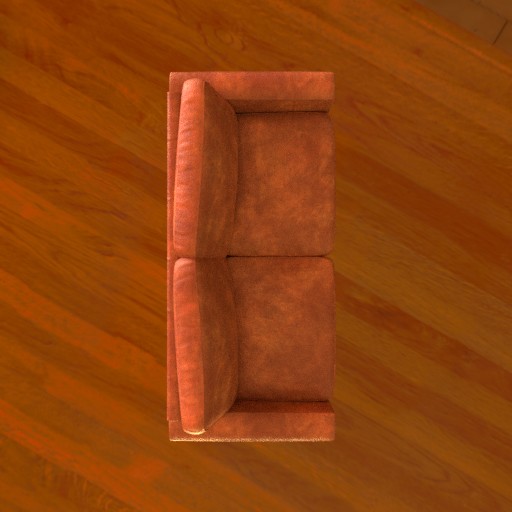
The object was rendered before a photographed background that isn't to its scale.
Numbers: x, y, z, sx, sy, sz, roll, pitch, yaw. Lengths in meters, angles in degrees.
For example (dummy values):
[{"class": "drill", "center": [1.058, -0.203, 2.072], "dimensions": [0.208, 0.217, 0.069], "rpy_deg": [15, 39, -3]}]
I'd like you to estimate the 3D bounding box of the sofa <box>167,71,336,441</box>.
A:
[{"class": "sofa", "center": [0.000, 0.000, 2.723], "dimensions": [1.016, 0.873, 2.179], "rpy_deg": [0, 90, 0]}]
